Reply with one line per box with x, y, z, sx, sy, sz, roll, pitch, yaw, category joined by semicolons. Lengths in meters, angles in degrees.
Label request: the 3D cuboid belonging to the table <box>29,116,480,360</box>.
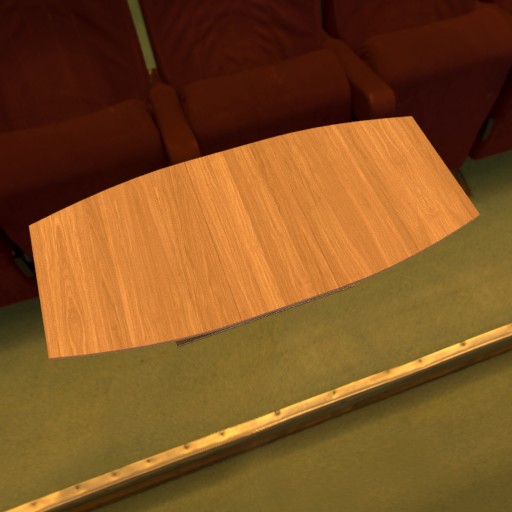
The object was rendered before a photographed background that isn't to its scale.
0.000;0.000;2.434;2.032;0.750;0.900;-18;64;-9;table
